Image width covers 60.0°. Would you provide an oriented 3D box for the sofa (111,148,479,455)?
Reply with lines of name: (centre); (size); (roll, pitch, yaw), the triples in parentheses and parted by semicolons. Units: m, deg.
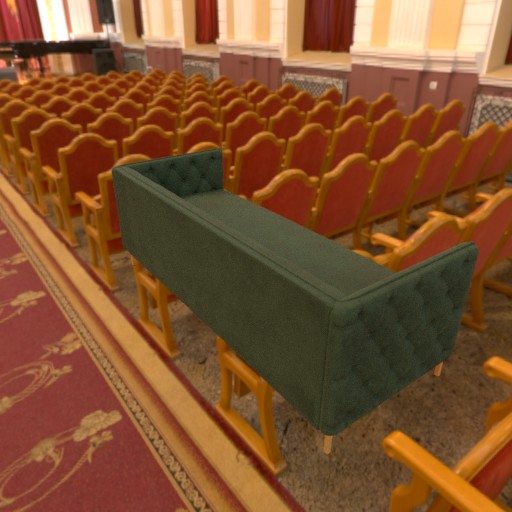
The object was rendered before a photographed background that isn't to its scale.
sofa: (0.000, 0.000, 2.658); (0.895, 0.771, 2.209); (-19, 33, -32)
